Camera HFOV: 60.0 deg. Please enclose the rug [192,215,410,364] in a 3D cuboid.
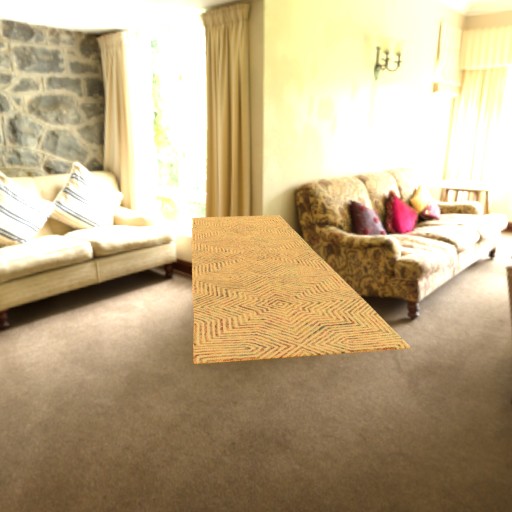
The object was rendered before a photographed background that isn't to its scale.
[{"bbox_3d":[0.000,0.000,2.684,0.771,0.009,2.443,-2,17,-8],"label":"rug"}]
